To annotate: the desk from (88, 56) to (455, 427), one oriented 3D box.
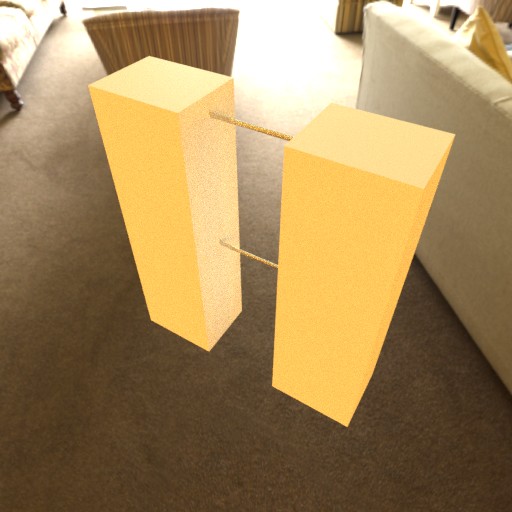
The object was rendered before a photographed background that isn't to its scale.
[{"bbox_3d":[0.000,0.000,2.839,1.770,2.000,0.480,23,49,22],"label":"desk"}]
